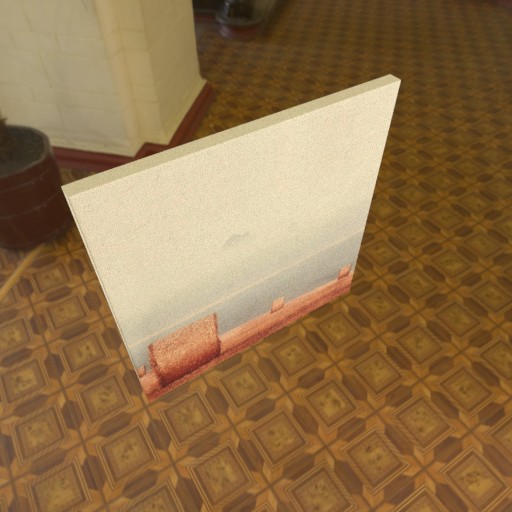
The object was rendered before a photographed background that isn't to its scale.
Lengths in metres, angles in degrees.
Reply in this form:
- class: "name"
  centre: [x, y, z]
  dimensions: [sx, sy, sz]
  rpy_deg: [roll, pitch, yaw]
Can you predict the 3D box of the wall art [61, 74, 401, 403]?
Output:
- class: "wall art"
  centre: [0.000, 0.000, 0.614]
  dimensions: [0.405, 0.405, 0.023]
  rpy_deg: [-26, 52, -22]
